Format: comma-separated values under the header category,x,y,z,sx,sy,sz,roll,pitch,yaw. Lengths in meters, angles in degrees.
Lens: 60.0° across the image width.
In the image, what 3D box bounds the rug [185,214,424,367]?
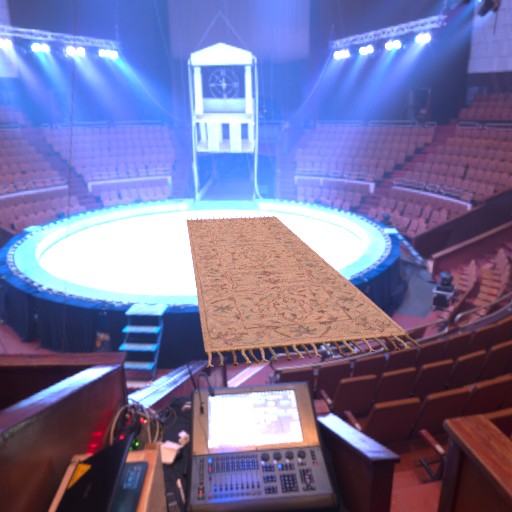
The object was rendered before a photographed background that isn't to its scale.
category,x,y,z,sx,sy,sz,roll,pitch,yaw
rug,0.000,0.000,2.653,0.769,0.013,2.440,-3,17,-10
